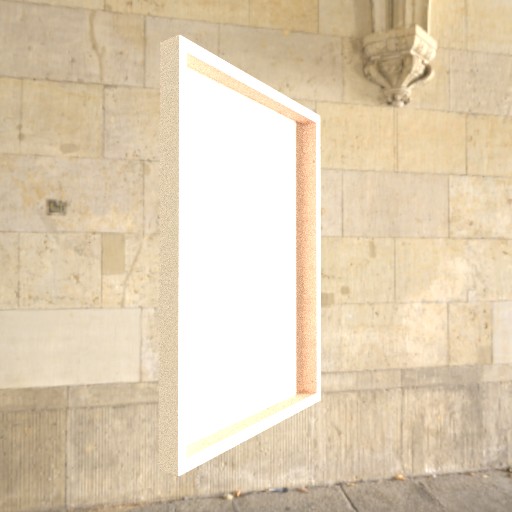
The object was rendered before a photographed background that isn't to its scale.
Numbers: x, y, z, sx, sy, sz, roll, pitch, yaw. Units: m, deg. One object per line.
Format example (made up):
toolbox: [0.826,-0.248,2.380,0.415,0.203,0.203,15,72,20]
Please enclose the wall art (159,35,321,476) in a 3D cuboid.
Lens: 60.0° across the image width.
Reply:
wall art: [0.000,0.000,0.791,0.038,0.608,0.418,-1,-1,36]
